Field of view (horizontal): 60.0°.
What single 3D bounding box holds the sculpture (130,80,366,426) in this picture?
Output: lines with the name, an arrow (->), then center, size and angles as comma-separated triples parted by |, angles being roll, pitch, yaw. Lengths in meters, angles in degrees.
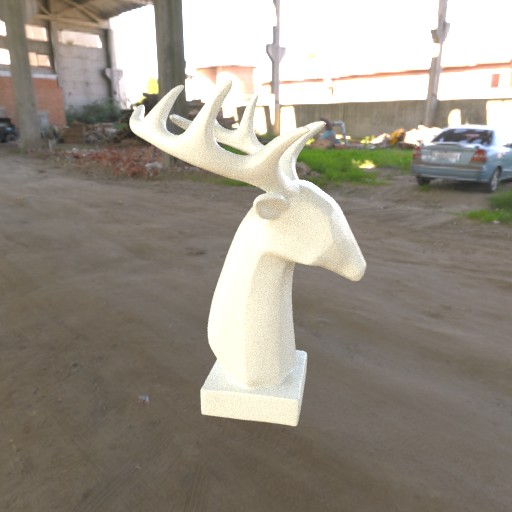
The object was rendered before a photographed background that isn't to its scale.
sculpture -> 0.000, 0.000, 0.462 | 0.224, 0.329, 0.174 | 3, 17, 10
